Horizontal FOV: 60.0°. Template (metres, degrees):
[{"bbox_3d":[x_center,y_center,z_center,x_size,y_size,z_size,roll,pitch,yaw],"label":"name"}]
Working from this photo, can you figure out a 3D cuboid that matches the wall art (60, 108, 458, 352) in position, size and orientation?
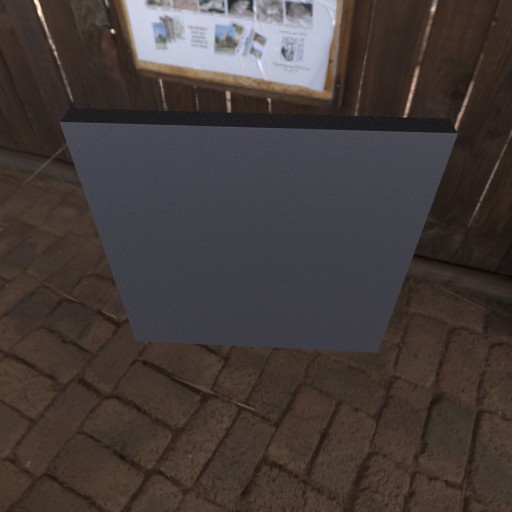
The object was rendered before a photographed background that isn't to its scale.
[{"bbox_3d":[0.000,0.000,0.758,0.507,0.507,0.038,2,46,2],"label":"wall art"}]
